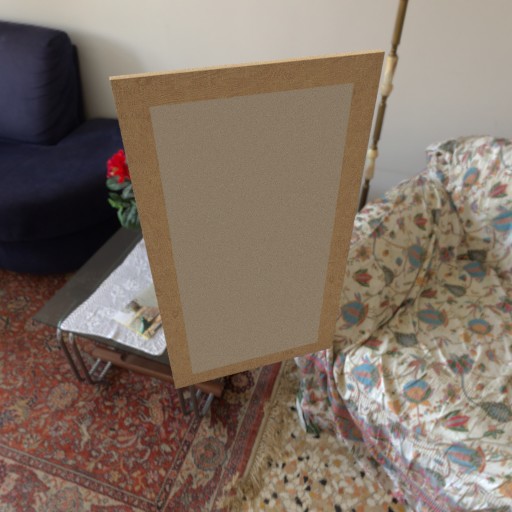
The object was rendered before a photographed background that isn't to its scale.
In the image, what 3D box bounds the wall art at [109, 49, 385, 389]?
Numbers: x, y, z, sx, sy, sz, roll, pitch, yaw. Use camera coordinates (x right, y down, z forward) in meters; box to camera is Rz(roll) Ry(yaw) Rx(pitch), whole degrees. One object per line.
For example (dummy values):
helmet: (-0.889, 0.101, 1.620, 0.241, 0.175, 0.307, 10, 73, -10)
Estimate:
wall art: (0.000, 0.000, 0.817, 0.381, 0.683, 0.013, -12, 42, -13)
